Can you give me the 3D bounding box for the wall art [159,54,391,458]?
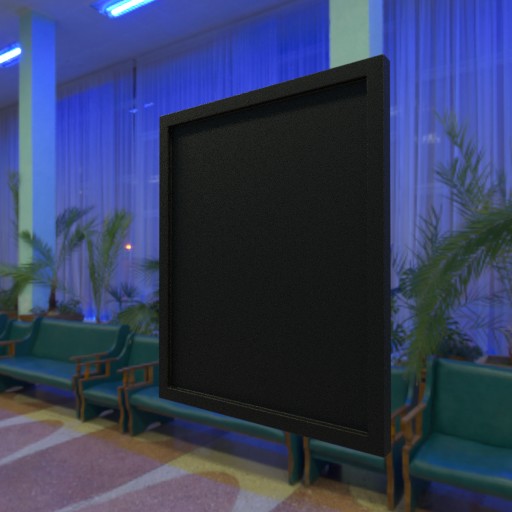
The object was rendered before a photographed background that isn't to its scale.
[{"bbox_3d":[0.000,0.000,0.757,0.457,0.559,0.028,0,-1,36],"label":"wall art"}]
